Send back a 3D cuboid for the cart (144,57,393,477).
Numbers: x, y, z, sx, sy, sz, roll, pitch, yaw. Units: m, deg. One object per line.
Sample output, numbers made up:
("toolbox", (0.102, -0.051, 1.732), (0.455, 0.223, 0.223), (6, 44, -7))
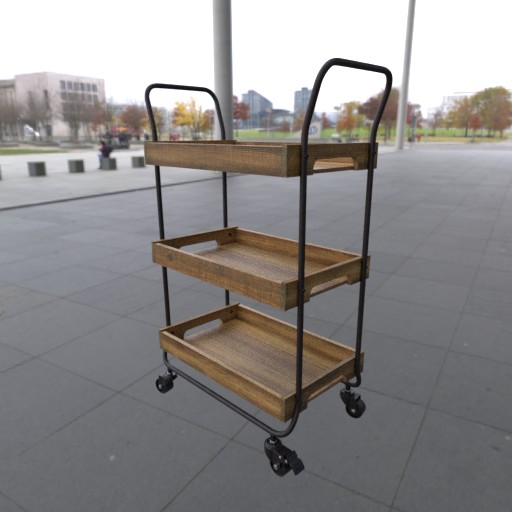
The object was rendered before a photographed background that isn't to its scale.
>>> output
("cart", (0.000, 0.000, 1.132), (0.339, 0.857, 0.583), (-15, 21, -42))
